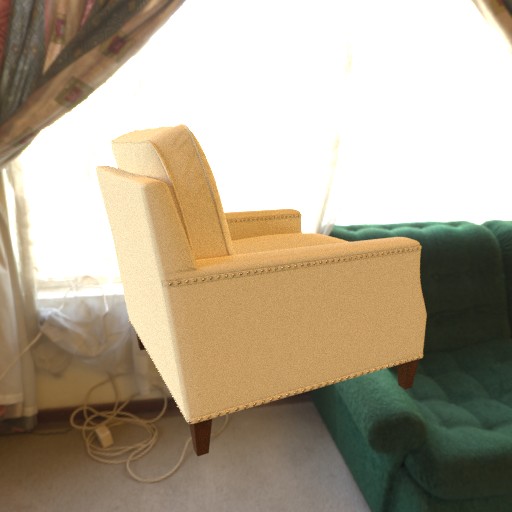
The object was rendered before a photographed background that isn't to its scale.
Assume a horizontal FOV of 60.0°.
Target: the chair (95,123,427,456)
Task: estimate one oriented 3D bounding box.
[{"bbox_3d":[0.000,0.000,1.699,1.014,0.943,0.853,-7,16,-26],"label":"chair"}]
